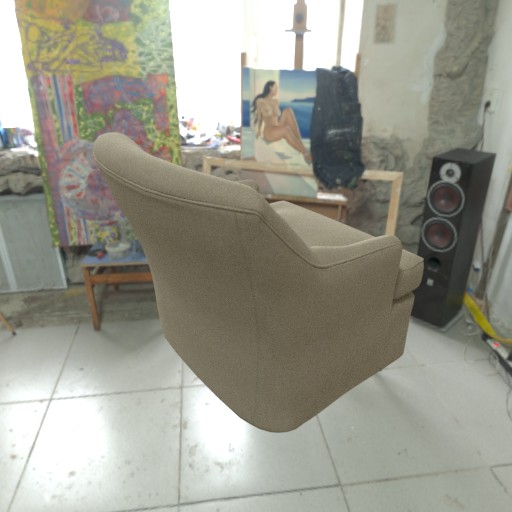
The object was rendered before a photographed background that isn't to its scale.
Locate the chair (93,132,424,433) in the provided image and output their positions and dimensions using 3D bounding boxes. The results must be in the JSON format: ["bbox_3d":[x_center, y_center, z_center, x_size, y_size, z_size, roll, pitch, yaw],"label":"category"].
[{"bbox_3d":[0.000,0.000,1.560,0.923,0.856,0.864,-19,32,-33],"label":"chair"}]
